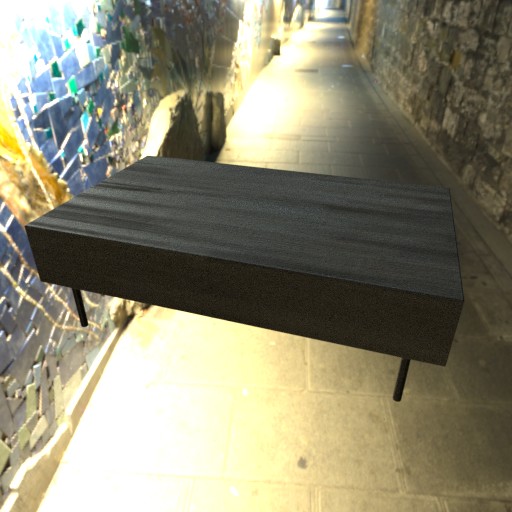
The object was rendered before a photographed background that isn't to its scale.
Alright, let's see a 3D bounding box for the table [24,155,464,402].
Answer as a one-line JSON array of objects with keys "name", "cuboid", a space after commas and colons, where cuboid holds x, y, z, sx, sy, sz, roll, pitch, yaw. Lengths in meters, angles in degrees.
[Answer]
[{"name": "table", "cuboid": [0.000, 0.000, 1.381, 1.088, 0.347, 0.643, 9, 32, 16]}]
